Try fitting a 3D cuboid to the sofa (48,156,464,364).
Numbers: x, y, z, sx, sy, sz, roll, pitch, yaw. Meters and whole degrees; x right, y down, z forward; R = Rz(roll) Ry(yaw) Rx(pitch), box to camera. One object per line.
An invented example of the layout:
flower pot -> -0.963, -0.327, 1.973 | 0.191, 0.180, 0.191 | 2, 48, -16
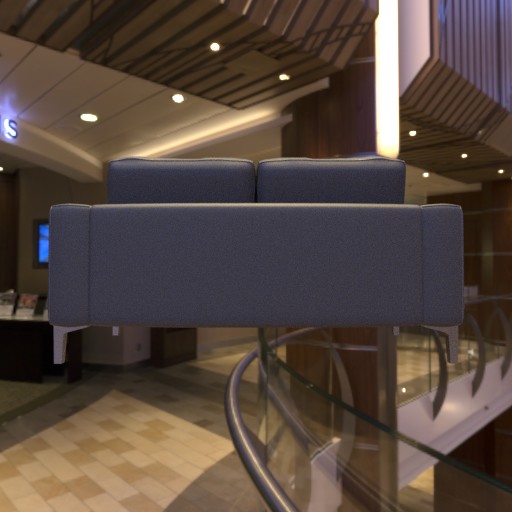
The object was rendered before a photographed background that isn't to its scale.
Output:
sofa -> 0.000, 0.000, 2.197 | 1.726, 0.893, 0.833 | 0, -1, 0
